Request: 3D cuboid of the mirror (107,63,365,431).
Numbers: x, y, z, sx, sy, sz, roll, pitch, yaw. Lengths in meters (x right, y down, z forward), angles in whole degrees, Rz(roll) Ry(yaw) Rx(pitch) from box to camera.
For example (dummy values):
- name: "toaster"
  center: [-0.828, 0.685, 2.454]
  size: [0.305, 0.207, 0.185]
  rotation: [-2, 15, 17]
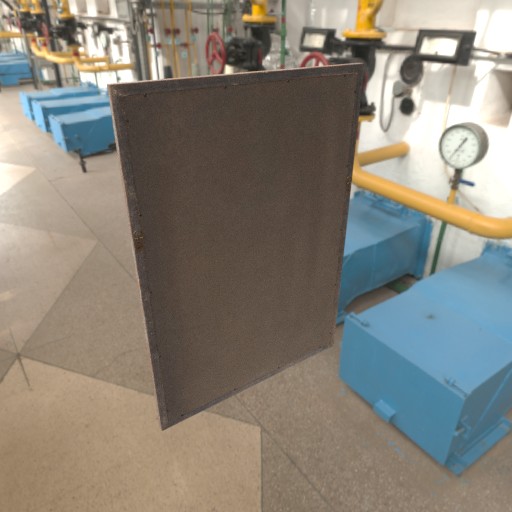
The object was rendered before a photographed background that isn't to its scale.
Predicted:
- name: "mirror"
  center: [0.000, 0.000, 1.289]
  size: [0.705, 0.996, 0.025]
  rotation: [-18, 34, -29]
